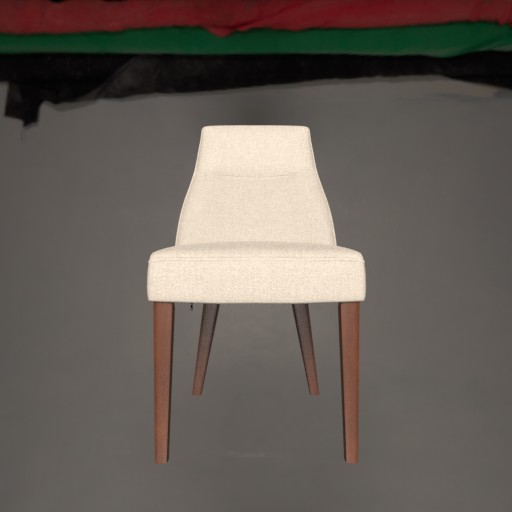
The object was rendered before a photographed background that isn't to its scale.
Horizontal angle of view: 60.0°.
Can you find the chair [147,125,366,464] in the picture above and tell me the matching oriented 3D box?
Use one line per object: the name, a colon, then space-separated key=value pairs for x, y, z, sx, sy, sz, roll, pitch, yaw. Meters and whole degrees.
chair: x=0.000 y=0.000 z=1.296 sx=0.500 sy=0.930 sz=0.620 roll=0 pitch=-1 yaw=0
